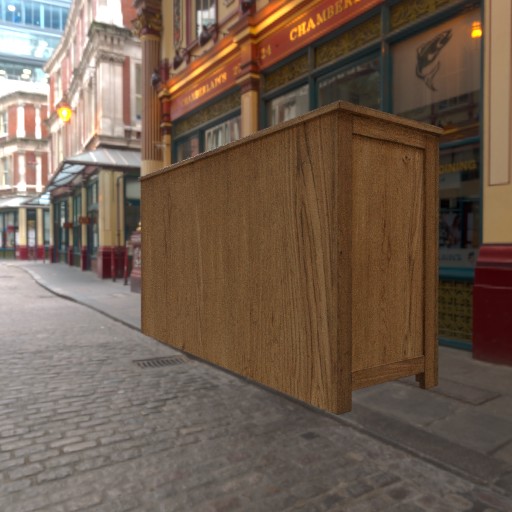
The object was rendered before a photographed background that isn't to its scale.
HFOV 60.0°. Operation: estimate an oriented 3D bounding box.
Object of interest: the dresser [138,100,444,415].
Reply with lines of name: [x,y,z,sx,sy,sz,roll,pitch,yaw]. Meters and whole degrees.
dresser: [0.000,0.000,2.138,0.563,0.932,1.657,0,1,-35]
